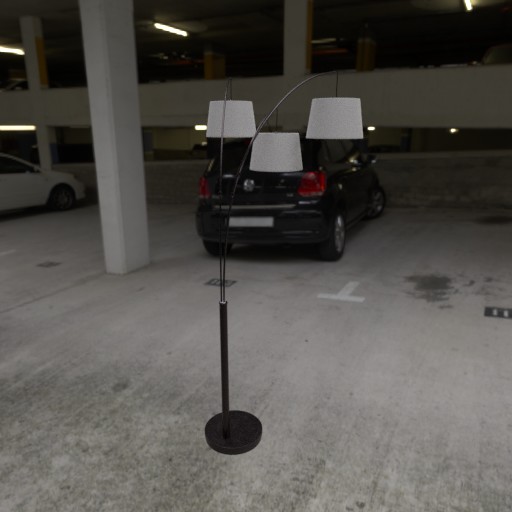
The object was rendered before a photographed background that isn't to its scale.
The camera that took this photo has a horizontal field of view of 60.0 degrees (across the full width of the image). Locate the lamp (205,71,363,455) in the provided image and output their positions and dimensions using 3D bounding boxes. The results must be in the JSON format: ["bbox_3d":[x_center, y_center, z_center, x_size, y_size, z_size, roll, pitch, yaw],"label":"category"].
[{"bbox_3d":[0.000,0.000,2.490,0.951,1.950,0.924,8,18,26],"label":"lamp"}]
